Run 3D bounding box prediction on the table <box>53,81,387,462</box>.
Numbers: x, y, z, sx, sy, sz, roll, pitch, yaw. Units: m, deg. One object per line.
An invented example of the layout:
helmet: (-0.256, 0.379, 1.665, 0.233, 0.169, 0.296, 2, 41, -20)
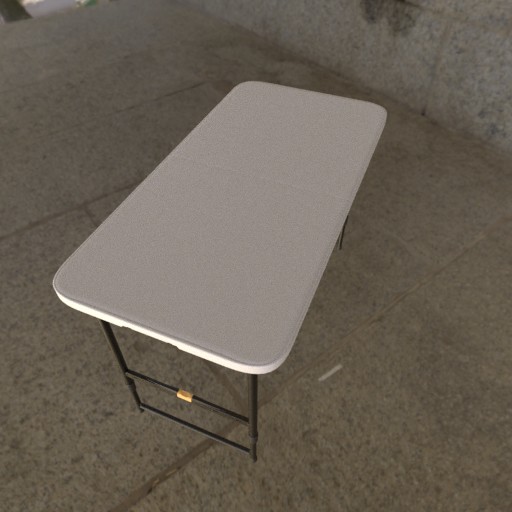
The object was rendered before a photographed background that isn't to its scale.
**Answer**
table: (0.000, 0.000, 1.641, 0.611, 0.737, 1.245, 17, 49, 15)
